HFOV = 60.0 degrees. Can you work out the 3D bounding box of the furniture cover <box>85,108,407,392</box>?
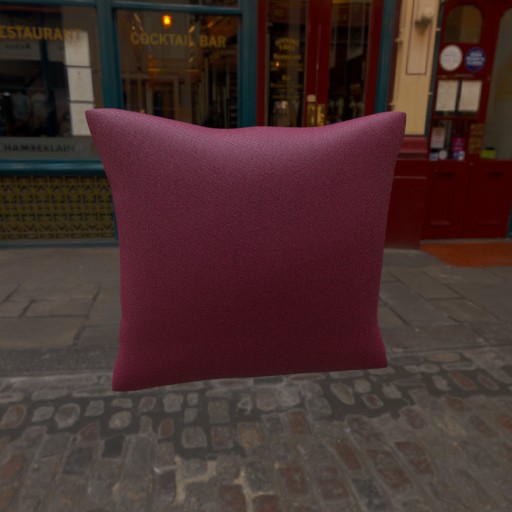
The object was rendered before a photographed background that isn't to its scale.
[{"bbox_3d":[0.000,0.000,0.811,0.552,0.509,0.193,-2,15,-9],"label":"furniture cover"}]
